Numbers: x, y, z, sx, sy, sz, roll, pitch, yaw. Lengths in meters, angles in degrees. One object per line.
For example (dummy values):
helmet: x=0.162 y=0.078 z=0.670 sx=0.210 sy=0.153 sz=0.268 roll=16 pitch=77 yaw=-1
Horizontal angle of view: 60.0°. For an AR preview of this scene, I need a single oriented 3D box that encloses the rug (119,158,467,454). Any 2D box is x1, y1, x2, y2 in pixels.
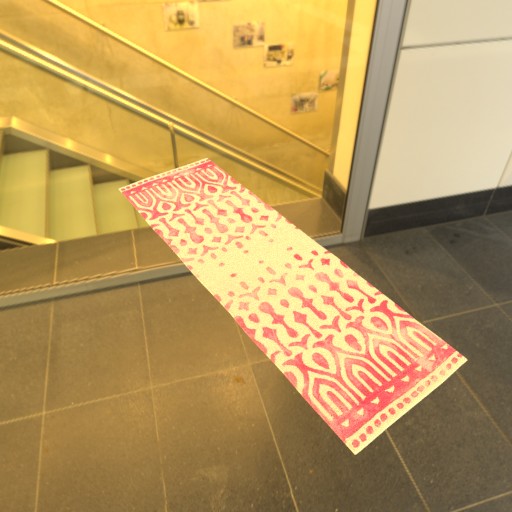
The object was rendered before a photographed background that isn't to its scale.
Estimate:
rug: x=0.000 y=0.000 z=2.712 sx=0.787 sy=0.011 sz=2.458 roll=-25 pitch=47 yaw=-26
